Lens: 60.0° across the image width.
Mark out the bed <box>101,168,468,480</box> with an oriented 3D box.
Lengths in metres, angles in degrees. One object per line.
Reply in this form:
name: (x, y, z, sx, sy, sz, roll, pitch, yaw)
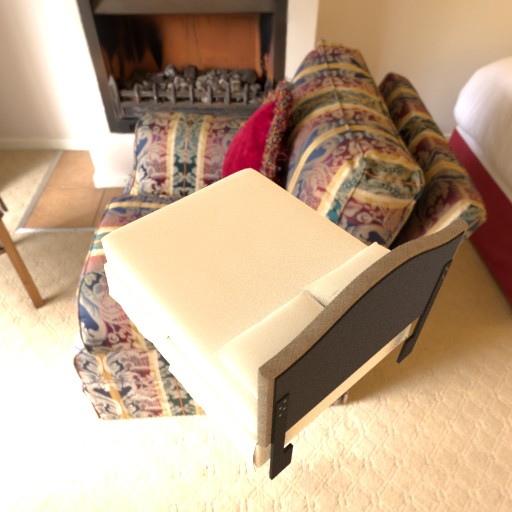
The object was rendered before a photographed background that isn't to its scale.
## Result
bed: (0.000, 0.000, 3.294, 1.713, 1.518, 2.153, -31, 53, -27)
